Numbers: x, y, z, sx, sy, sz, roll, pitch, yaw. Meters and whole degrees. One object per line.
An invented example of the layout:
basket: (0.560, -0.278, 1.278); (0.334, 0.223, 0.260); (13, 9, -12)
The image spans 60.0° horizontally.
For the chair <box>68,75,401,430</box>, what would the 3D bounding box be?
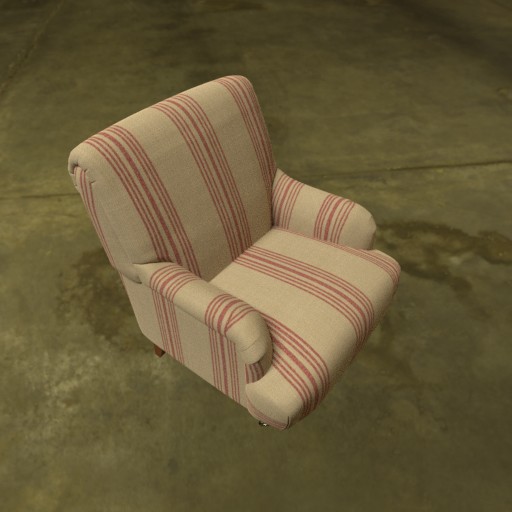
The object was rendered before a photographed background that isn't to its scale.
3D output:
chair: (0.000, 0.000, 1.860); (1.058, 1.123, 0.933); (27, 49, 27)
